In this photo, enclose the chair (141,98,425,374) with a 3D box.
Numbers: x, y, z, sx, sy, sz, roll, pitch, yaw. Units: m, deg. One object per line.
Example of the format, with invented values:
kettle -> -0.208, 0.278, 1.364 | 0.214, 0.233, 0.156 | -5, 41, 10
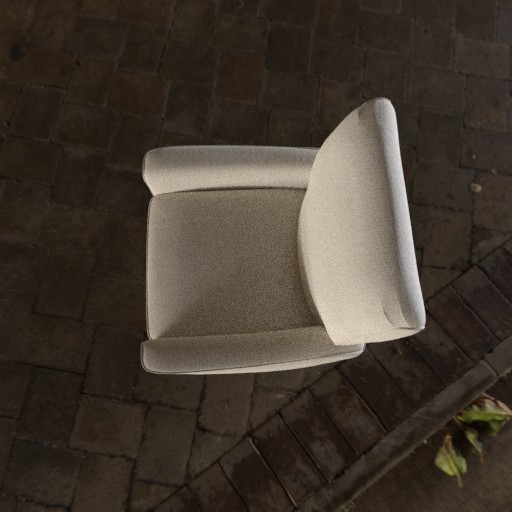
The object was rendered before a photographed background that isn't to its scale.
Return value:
chair -> 0.000, 0.000, 1.662 | 0.858, 1.028, 0.841 | -3, 75, -1
